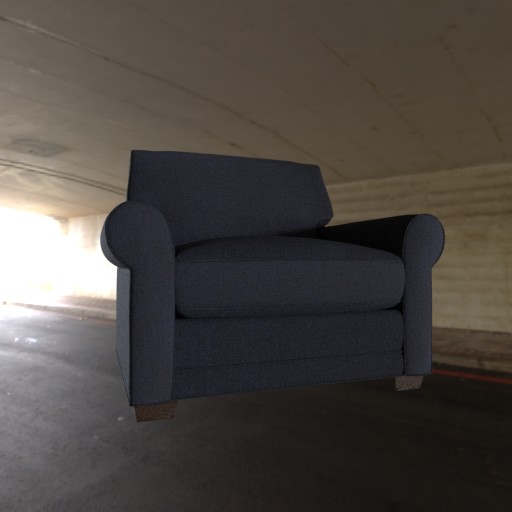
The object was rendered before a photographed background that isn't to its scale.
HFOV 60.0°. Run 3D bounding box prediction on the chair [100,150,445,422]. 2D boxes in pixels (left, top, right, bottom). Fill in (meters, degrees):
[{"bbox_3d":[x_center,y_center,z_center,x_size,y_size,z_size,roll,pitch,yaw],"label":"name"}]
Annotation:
[{"bbox_3d":[0.000,0.000,1.942,1.285,1.044,0.963,0,-1,-20],"label":"chair"}]
